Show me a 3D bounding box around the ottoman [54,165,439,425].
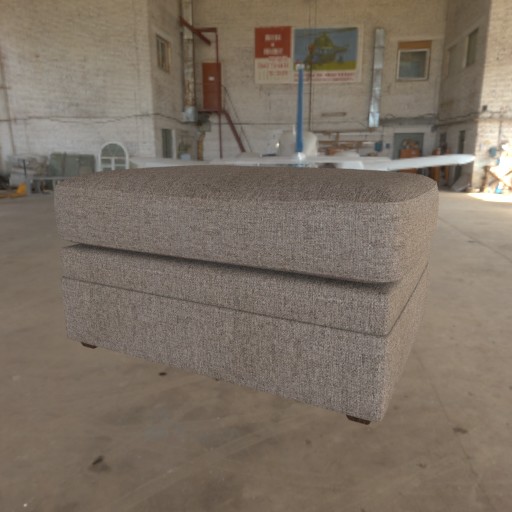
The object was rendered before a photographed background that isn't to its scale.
[{"bbox_3d":[0.000,0.000,1.223,0.885,0.478,0.637,7,15,26],"label":"ottoman"}]
